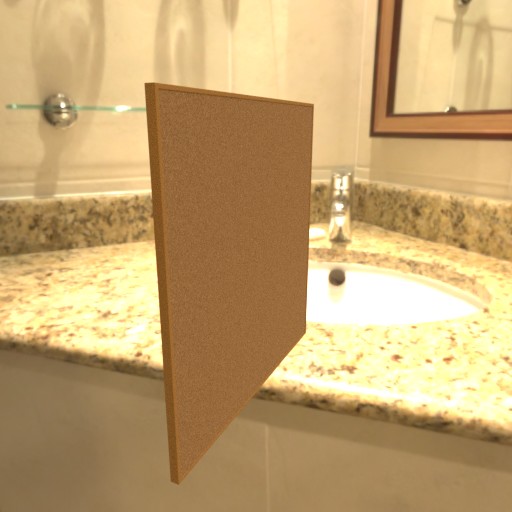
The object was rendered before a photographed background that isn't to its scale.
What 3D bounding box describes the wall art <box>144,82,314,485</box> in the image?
[{"bbox_3d":[0.000,0.000,0.672,0.013,0.455,0.457,8,18,25],"label":"wall art"}]
